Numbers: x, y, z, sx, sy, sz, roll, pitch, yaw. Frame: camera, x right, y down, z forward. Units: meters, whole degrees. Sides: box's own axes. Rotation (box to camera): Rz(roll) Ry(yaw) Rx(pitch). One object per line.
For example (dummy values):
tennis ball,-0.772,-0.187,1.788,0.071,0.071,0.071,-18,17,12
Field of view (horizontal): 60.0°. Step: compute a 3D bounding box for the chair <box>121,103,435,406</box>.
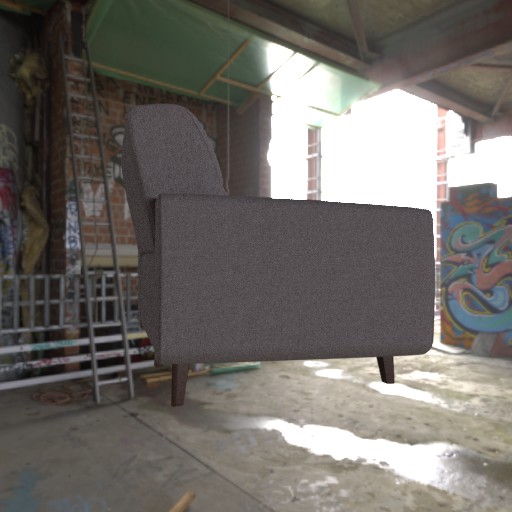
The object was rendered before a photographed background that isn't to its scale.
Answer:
chair,0.000,0.000,1.573,0.907,0.839,0.831,0,0,-18
